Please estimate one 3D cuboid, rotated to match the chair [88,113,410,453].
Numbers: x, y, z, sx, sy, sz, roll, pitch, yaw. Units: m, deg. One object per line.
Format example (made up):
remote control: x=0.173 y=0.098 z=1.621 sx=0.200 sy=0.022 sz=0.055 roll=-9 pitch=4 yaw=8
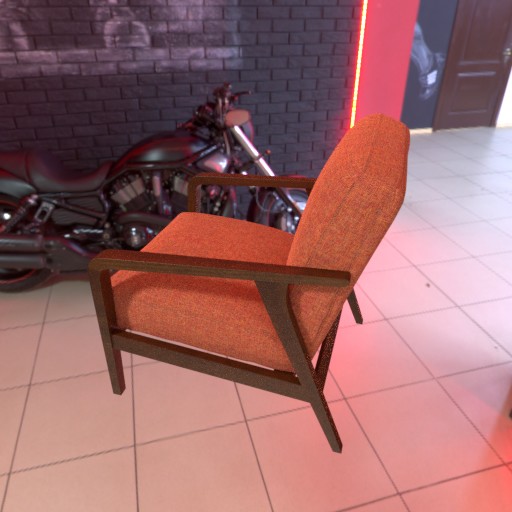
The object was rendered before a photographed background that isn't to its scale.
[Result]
chair: x=0.000 y=0.000 z=1.489 sx=0.860 sy=0.890 sz=0.719 roll=9 pitch=32 yaw=15
